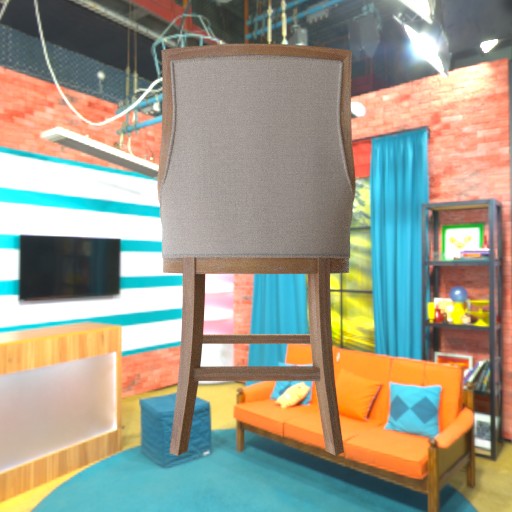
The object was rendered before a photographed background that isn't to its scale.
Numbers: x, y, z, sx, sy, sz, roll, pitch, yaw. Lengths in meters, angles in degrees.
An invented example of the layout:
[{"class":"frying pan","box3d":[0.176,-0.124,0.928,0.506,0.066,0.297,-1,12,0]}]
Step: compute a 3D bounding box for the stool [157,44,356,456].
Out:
[{"class":"stool","box3d":[0.000,0.000,1.285,0.524,0.938,0.626,0,-1,0]}]
